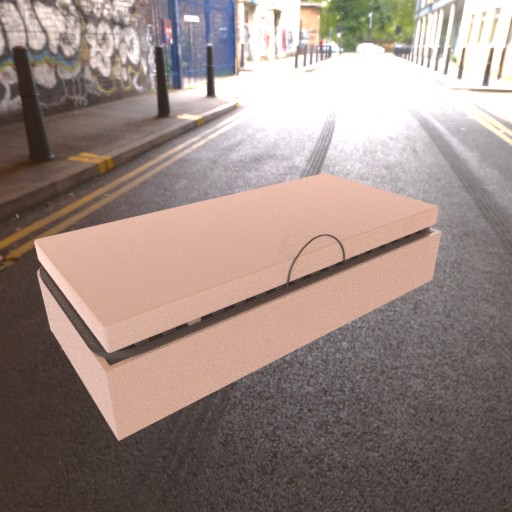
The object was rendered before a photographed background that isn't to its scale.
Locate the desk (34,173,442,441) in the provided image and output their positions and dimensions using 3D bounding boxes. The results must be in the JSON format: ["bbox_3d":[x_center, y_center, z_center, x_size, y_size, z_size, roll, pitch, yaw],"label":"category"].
[{"bbox_3d":[0.000,0.000,2.266,1.900,0.526,0.900,-19,31,-33],"label":"desk"}]
